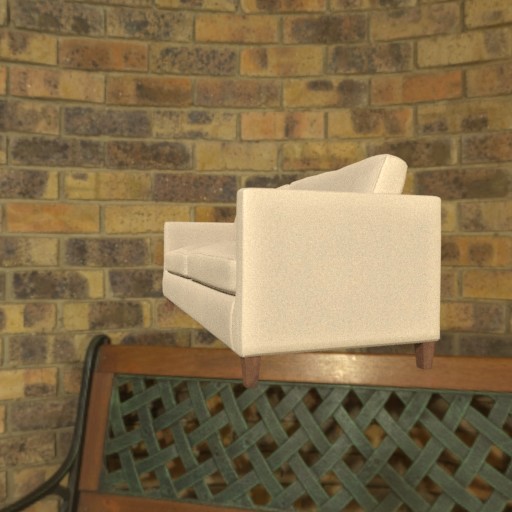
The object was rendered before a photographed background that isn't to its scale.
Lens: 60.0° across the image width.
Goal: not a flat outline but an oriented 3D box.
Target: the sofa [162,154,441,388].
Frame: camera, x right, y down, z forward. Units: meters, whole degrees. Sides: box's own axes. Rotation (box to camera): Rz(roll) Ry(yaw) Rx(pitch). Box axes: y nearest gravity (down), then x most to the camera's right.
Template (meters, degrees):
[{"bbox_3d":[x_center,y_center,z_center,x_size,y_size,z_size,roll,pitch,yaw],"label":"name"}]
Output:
[{"bbox_3d":[0.000,0.000,2.895,0.951,0.968,2.361,0,1,-19],"label":"sofa"}]
